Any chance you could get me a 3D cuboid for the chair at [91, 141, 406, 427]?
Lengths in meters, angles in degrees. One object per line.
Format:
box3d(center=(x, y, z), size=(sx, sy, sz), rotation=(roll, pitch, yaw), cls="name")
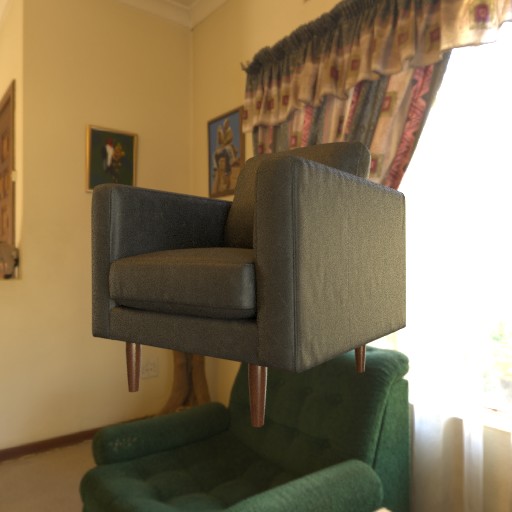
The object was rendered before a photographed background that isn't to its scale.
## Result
box3d(center=(0.000, 0.000, 1.601), size=(0.831, 0.898, 0.879), rotation=(0, 0, 36), cls="chair")
